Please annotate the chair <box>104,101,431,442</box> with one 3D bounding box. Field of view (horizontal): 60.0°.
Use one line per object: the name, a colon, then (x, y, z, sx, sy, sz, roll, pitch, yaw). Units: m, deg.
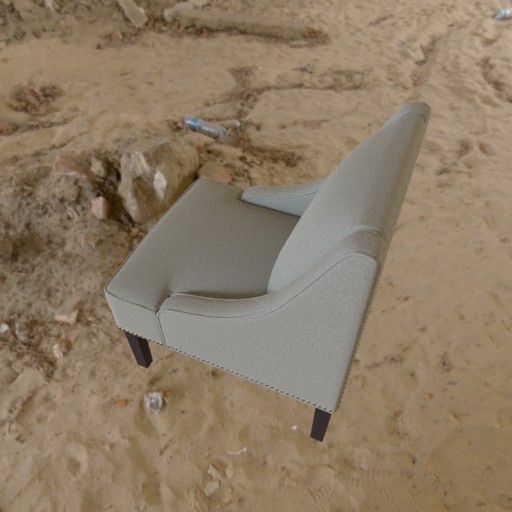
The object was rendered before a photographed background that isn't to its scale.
chair: (0.000, 0.000, 1.356, 0.737, 0.864, 0.610, 17, 49, 16)
